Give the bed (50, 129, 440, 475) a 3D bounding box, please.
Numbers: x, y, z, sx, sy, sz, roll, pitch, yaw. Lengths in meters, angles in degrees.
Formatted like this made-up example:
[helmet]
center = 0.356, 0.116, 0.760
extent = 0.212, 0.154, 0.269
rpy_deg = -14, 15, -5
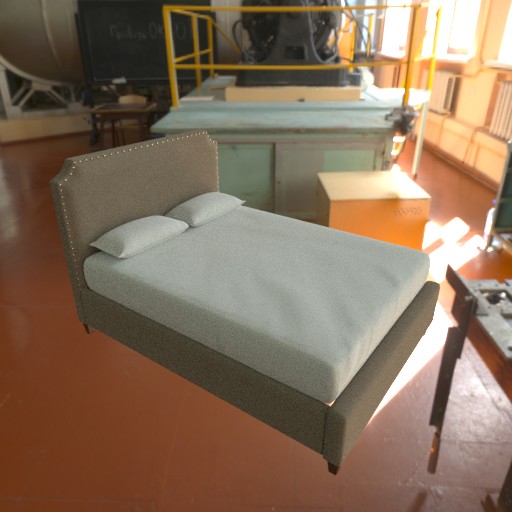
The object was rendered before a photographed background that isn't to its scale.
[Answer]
[bed]
center = 0.000, 0.000, 3.327
extent = 2.329, 1.415, 1.703
rpy_deg = 18, 31, 32
